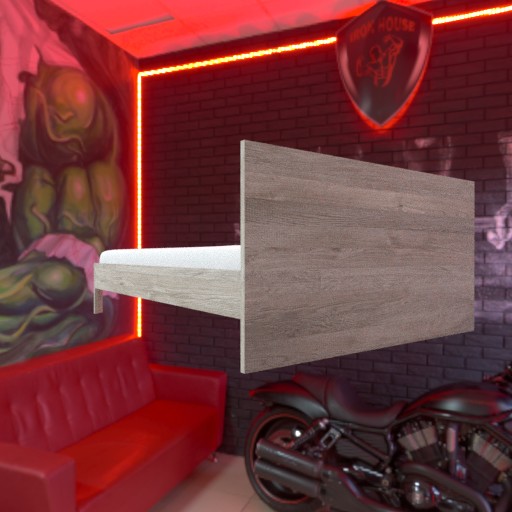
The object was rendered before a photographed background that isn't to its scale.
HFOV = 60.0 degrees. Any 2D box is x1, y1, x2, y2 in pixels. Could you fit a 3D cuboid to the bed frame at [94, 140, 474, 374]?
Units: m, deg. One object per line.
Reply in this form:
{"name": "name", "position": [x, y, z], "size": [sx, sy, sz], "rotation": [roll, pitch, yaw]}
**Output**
{"name": "bed frame", "position": [0.000, 0.000, 2.742], "size": [1.490, 0.800, 1.950], "rotation": [0, 0, -36]}
